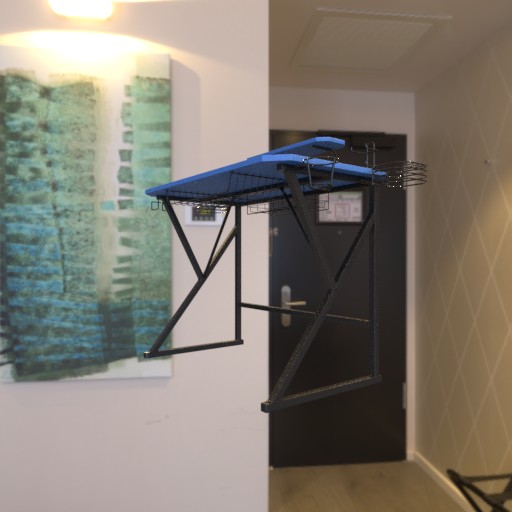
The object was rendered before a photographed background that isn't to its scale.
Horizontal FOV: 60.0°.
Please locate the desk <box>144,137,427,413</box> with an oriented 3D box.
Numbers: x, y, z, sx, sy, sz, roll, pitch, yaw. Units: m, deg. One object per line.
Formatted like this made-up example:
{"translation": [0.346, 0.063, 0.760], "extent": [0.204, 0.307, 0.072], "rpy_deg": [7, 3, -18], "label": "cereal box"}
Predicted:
{"translation": [0.000, 0.000, 1.808], "extent": [0.594, 0.909, 1.295], "rpy_deg": [0, 0, -37], "label": "desk"}
